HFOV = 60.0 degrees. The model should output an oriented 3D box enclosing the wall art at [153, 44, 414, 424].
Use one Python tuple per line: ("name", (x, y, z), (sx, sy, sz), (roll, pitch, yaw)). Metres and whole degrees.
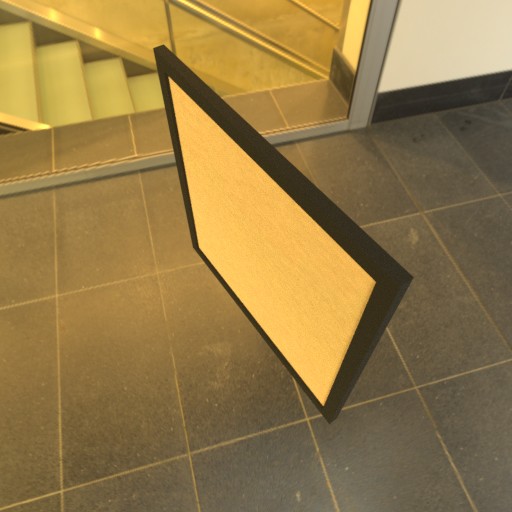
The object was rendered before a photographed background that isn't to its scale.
("wall art", (0.000, 0.000, 0.529), (0.013, 0.356, 0.356), (-30, 60, -19))
